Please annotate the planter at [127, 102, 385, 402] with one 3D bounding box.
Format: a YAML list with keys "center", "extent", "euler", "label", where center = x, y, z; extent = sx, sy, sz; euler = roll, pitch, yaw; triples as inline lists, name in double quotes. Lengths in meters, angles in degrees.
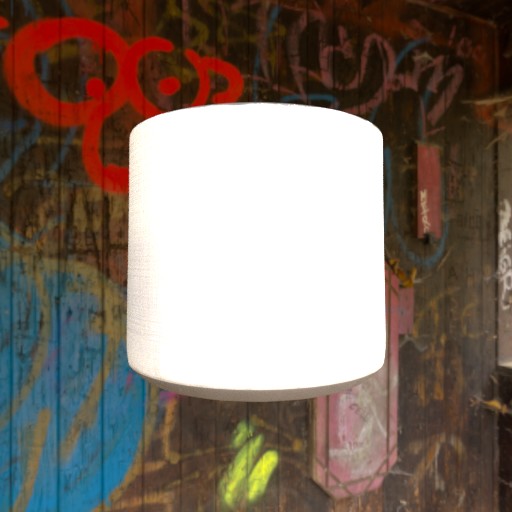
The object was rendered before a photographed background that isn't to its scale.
- center: [0.000, 0.000, 0.395]
  extent: [0.221, 0.201, 0.221]
  euler: [0, 0, 0]
  label: "planter"
